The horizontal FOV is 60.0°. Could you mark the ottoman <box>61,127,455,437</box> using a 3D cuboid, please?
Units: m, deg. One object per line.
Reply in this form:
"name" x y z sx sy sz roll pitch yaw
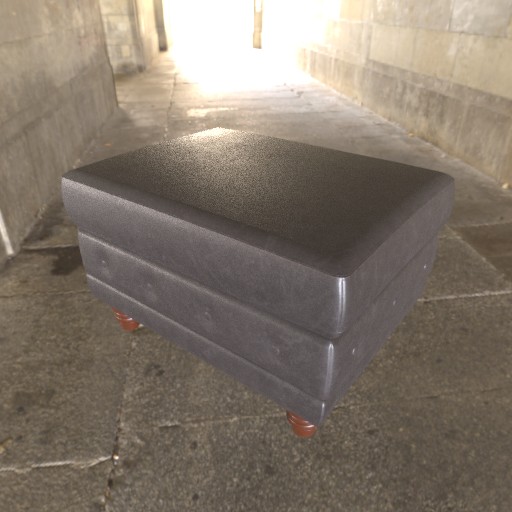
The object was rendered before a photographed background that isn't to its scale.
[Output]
"ottoman" 0.000 0.000 1.179 0.795 0.498 0.590 21 36 32
